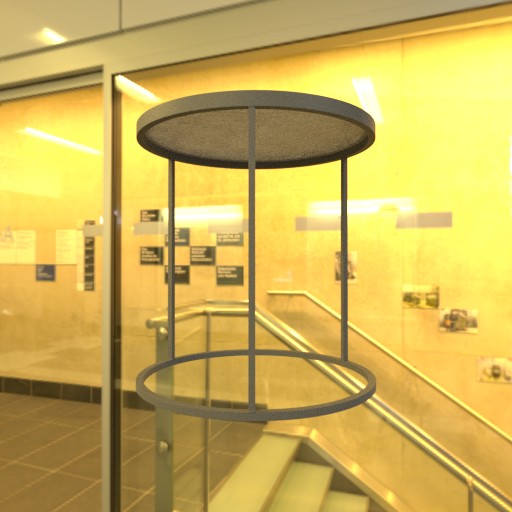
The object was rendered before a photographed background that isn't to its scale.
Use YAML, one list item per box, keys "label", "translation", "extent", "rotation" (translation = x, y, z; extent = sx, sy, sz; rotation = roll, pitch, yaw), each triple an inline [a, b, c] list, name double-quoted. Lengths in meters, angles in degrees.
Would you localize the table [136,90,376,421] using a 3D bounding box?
- label: "table"
  translation: [0.000, 0.000, 0.899]
  extent: [0.470, 0.498, 0.470]
  rotation: [0, 0, 0]
